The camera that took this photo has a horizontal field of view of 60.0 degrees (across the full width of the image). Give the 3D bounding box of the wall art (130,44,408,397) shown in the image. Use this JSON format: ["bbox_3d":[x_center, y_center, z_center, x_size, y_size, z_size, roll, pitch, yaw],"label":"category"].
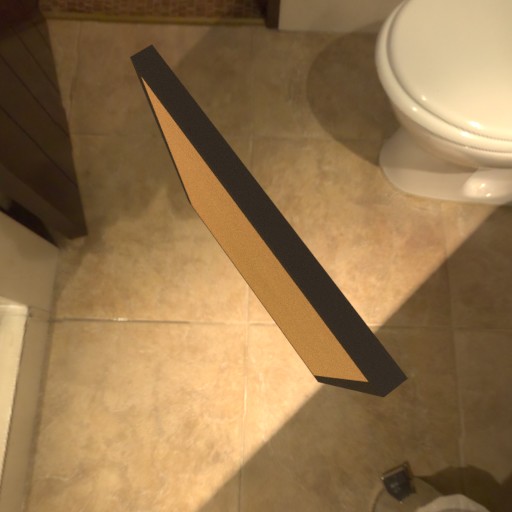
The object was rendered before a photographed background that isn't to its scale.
[{"bbox_3d":[0.000,0.000,0.762,0.033,0.507,0.508,-35,78,-8],"label":"wall art"}]
